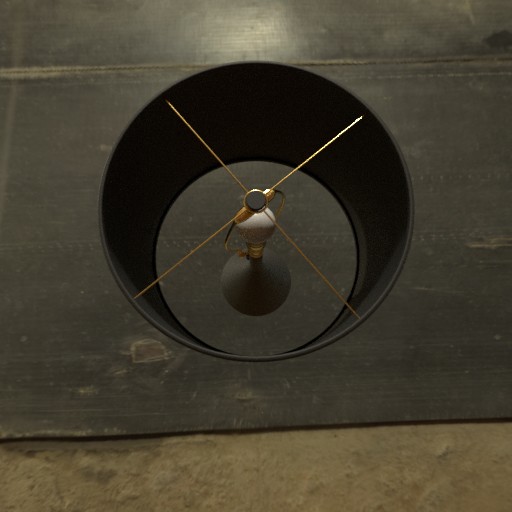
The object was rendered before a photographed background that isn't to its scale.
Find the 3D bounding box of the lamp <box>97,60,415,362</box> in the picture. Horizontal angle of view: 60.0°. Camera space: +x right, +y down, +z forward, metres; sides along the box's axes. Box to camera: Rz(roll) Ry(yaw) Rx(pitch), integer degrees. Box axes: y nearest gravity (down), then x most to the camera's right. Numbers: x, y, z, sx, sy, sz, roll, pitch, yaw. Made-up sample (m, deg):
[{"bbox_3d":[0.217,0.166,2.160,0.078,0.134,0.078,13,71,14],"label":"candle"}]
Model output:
[{"bbox_3d":[0.000,0.000,0.785,0.359,0.584,0.359,-39,80,-8],"label":"lamp"}]
